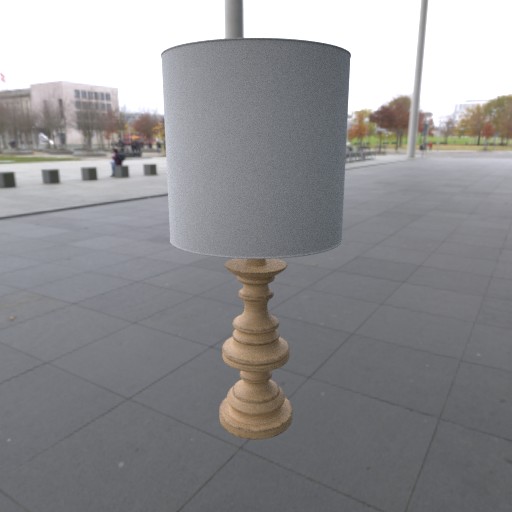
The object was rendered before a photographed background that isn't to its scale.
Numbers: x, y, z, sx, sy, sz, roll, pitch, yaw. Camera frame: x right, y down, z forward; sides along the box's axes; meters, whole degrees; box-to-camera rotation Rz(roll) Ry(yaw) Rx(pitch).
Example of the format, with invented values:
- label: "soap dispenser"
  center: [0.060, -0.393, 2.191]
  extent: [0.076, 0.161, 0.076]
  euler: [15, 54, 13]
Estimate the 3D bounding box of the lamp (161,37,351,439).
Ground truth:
- label: "lamp"
  center: [0.000, 0.000, 0.552]
  extent: [0.208, 0.455, 0.208]
  euler: [-13, 20, -41]
